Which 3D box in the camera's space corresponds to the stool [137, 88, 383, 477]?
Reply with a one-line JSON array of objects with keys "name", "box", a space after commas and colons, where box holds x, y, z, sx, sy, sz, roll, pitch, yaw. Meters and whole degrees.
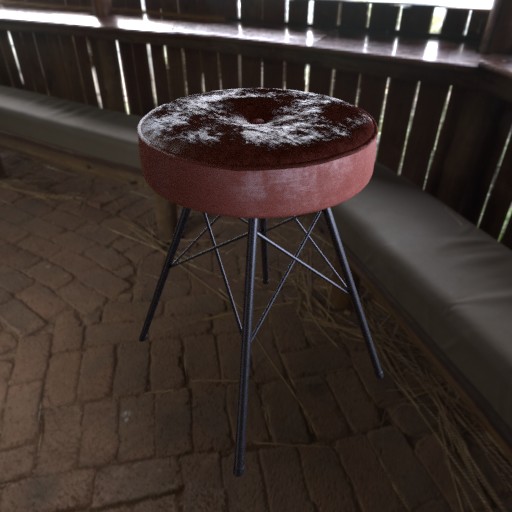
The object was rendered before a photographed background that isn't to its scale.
[{"name": "stool", "box": [0.000, 0.000, 0.919, 0.421, 0.593, 0.457, -22, 40, -29]}]
